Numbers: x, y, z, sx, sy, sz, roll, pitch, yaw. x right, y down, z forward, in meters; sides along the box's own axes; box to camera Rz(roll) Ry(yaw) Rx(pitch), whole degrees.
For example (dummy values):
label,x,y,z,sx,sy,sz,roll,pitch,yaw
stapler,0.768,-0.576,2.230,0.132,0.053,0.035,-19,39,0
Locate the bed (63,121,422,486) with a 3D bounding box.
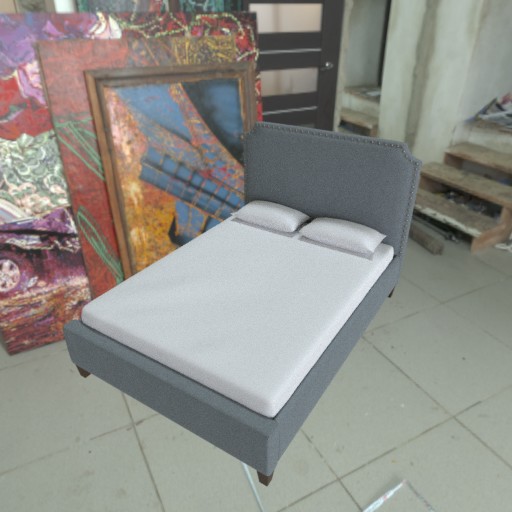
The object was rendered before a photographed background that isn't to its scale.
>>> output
label,x,y,z,sx,sy,sz,roll,pitch,yaw
bed,0.000,0.000,3.404,1.712,1.443,2.372,18,34,28
